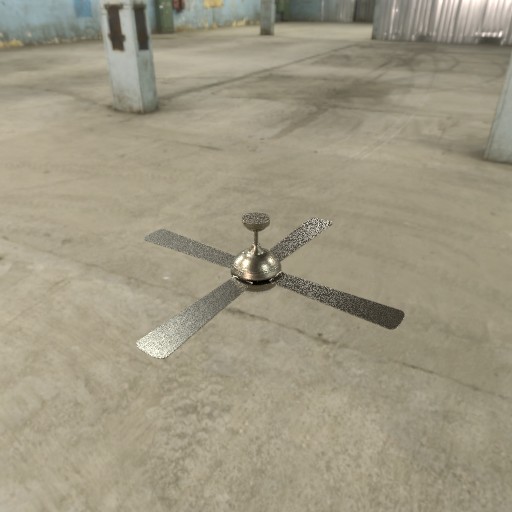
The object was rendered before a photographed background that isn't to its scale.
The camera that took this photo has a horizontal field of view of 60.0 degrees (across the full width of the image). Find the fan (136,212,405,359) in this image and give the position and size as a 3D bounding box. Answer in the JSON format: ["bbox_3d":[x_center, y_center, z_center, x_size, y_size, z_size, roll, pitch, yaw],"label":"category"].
[{"bbox_3d":[0.000,0.000,2.039,1.321,0.381,1.321,-19,34,-30],"label":"fan"}]
